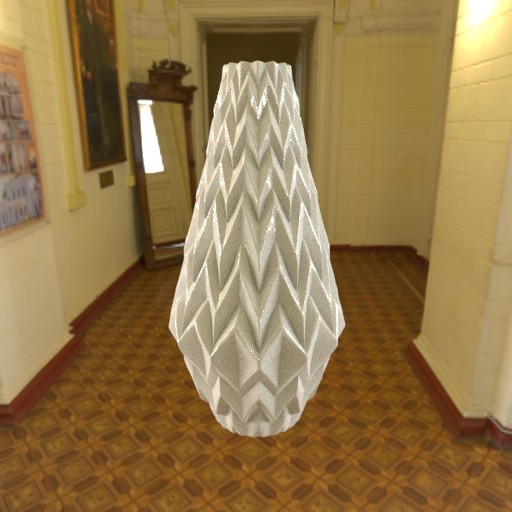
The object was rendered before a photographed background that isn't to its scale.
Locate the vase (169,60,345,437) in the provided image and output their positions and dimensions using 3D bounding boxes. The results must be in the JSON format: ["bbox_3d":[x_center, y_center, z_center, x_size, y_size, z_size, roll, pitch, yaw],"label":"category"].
[{"bbox_3d":[0.000,0.000,0.412,0.167,0.328,0.167,0,16,0],"label":"vase"}]
